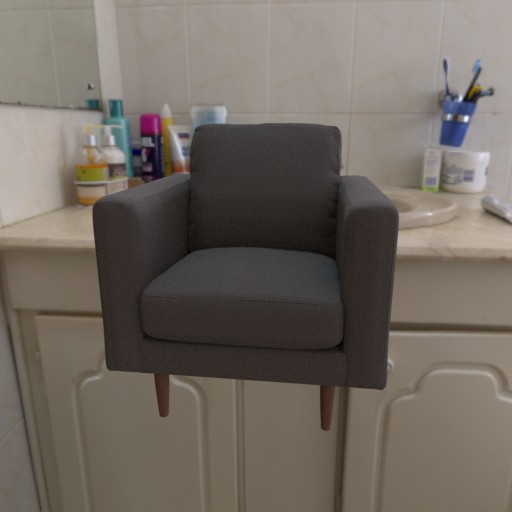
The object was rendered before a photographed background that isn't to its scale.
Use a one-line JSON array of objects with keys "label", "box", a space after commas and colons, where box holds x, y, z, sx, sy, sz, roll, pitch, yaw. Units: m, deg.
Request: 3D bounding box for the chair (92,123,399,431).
[{"label": "chair", "box": [0.000, 0.000, 1.593, 0.854, 0.927, 0.800, 2, 16, 7]}]
